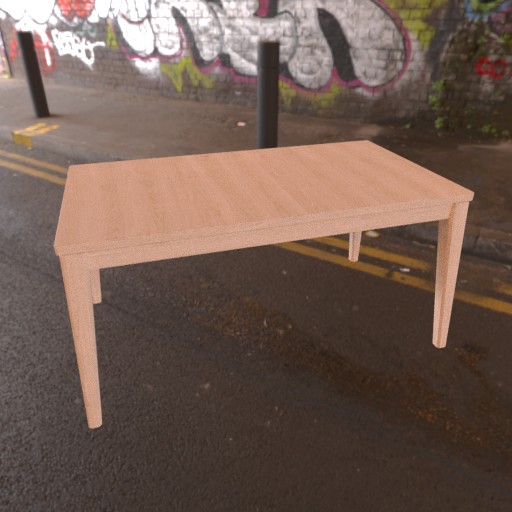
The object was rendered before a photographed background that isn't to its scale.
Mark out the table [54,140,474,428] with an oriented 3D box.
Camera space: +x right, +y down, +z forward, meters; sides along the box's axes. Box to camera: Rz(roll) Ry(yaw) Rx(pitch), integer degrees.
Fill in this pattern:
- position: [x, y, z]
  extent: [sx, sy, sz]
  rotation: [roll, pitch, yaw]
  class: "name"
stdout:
- position: [0.000, 0.000, 2.072]
  extent: [1.600, 0.760, 0.900]
  rotation: [-9, 30, -15]
  class: "table"
